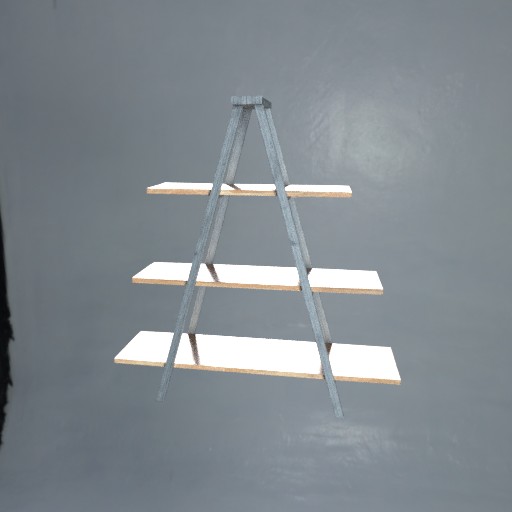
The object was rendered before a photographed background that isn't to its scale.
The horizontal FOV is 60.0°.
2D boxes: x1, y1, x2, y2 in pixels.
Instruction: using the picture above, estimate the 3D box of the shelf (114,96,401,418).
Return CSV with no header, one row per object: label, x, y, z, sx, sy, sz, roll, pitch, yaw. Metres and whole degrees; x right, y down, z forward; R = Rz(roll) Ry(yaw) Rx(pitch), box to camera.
shelf,0.000,0.000,2.706,1.746,1.808,0.508,2,15,8
